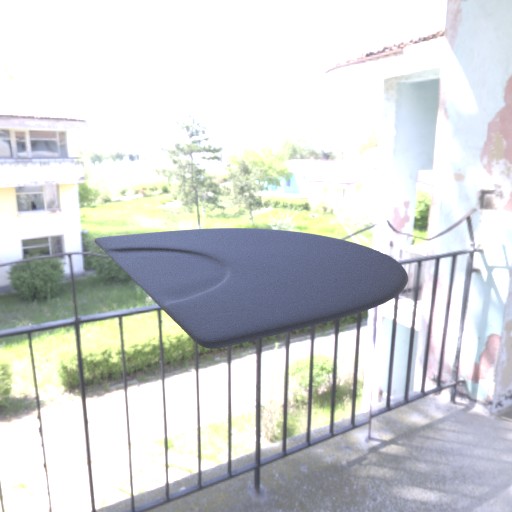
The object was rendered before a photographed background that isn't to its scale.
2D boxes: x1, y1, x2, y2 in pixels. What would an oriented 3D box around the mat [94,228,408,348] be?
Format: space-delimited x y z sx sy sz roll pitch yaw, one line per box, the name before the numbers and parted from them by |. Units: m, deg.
mat | 0.000 0.000 1.594 0.917 0.016 1.220 -8 16 -28
